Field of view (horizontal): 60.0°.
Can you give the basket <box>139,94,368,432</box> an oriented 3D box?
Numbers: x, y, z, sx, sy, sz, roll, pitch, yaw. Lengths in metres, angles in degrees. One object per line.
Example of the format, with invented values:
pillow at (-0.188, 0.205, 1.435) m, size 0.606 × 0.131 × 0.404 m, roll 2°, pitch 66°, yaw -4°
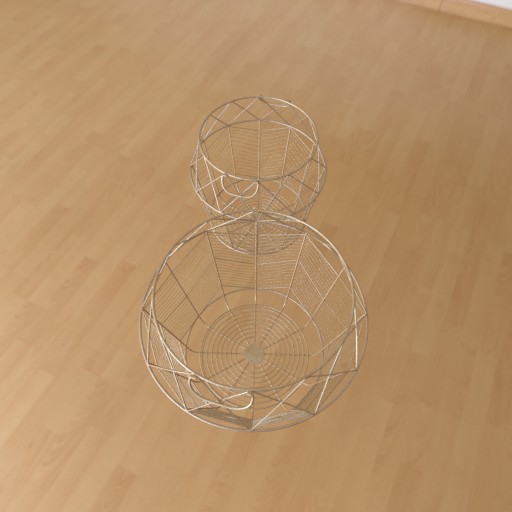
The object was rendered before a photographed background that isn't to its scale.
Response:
basket at (0.000, 0.000, 1.036) m, size 0.451 × 0.343 × 0.805 m, roll 1°, pitch 58°, yaw 1°
